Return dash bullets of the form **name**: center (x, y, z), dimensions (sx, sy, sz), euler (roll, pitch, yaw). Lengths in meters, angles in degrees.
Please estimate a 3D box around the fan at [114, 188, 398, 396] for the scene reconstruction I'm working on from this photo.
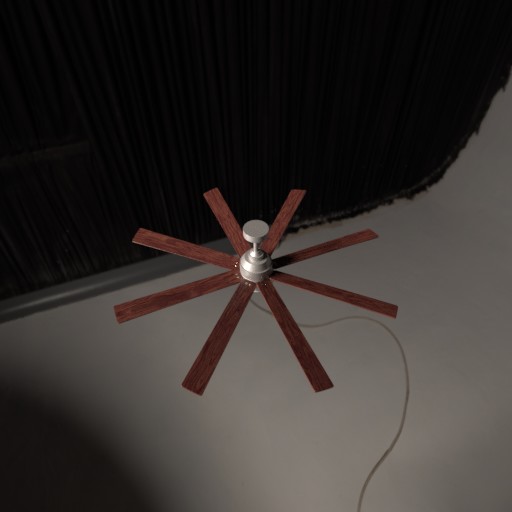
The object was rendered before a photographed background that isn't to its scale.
- **fan**: center (0.000, 0.000, 2.805), dimensions (1.830, 0.472, 1.830), euler (-17, 48, -16)
